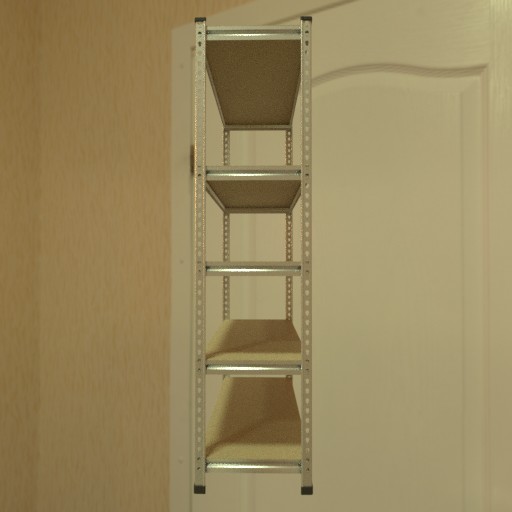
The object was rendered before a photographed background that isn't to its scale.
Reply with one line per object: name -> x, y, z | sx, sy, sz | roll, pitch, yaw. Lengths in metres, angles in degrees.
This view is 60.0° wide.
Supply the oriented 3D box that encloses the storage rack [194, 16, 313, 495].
storage rack -> 0.000, 0.000, 2.305 | 0.457, 1.829, 1.219 | 0, -1, 1
